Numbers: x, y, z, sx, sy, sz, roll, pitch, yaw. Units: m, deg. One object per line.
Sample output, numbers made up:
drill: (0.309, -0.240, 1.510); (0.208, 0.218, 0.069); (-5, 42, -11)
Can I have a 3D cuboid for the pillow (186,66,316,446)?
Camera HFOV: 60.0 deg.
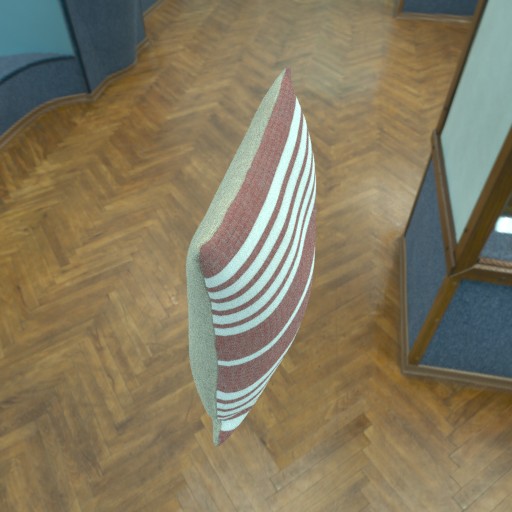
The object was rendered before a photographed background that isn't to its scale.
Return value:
pillow: (0.000, 0.000, 0.688); (0.182, 0.427, 0.439); (10, 47, 10)
